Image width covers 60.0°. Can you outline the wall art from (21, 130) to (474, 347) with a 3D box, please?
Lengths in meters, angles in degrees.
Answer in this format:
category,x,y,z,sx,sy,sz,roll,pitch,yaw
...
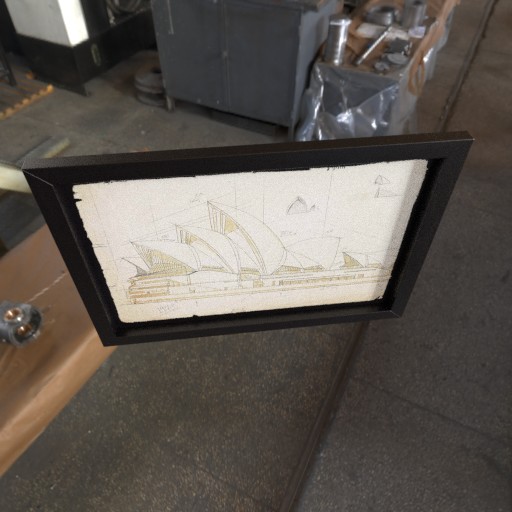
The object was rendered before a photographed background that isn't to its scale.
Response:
category,x,y,z,sx,sy,sz,roll,pitch,yaw
wall art,0.000,0.000,0.815,0.657,0.458,0.027,-5,47,-5
